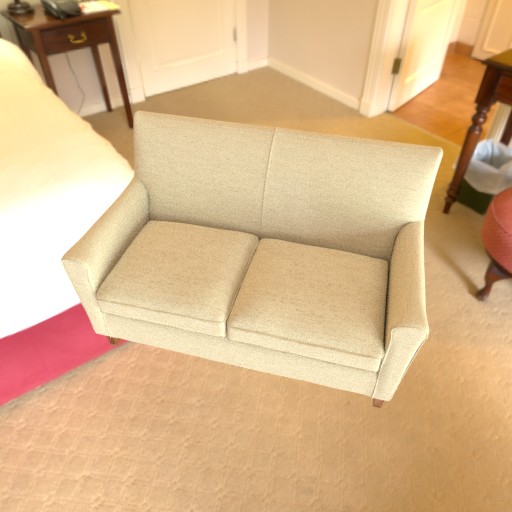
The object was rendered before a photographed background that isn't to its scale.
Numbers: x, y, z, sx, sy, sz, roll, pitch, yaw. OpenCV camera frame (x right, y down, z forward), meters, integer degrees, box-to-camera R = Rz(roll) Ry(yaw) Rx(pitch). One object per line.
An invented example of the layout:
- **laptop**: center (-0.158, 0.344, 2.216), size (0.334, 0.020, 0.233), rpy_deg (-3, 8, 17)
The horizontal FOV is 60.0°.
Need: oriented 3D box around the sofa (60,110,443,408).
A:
- **sofa**: center (0.000, 0.000, 2.083), size (1.482, 0.892, 0.891), rpy_deg (10, 44, 11)
